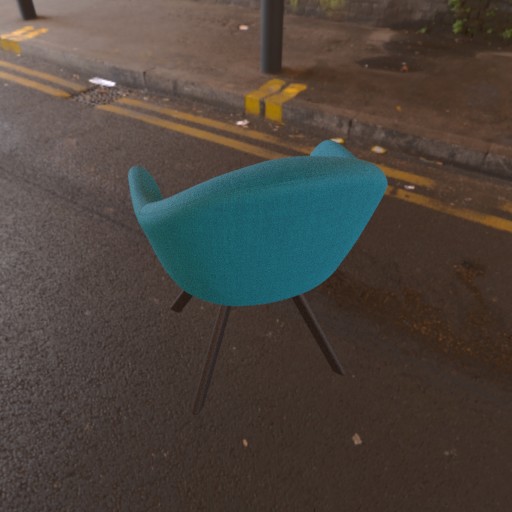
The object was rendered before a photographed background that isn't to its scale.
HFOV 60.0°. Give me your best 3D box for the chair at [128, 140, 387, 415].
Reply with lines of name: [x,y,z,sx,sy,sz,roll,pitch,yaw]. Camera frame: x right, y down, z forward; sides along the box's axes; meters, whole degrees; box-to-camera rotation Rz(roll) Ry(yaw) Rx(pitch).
chair: [0.000,0.000,1.217,0.590,0.795,0.550,-11,41,-13]
